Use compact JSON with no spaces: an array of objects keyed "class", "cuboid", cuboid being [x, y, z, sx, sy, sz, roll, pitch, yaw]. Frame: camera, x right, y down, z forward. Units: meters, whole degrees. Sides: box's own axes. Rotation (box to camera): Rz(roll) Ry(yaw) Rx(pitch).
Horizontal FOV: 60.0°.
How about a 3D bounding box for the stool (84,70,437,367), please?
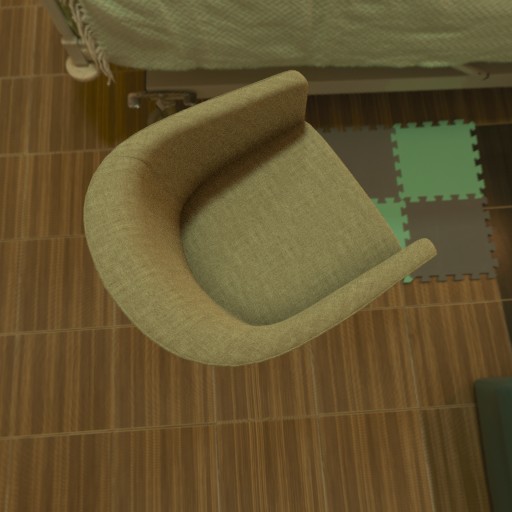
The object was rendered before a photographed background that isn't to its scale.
[{"class":"stool","cuboid":[0.000,0.000,1.273,0.635,0.952,0.559,-32,78,-7]}]
